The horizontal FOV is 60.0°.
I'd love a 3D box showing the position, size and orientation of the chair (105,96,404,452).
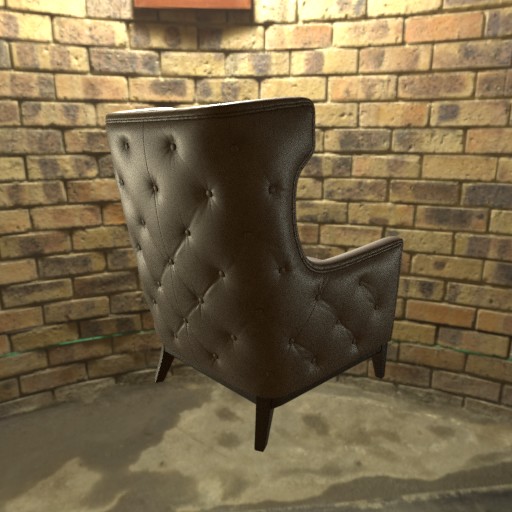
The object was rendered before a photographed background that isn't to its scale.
[{"bbox_3d":[0.000,0.000,1.672,0.769,1.079,0.899,14,21,43],"label":"chair"}]
